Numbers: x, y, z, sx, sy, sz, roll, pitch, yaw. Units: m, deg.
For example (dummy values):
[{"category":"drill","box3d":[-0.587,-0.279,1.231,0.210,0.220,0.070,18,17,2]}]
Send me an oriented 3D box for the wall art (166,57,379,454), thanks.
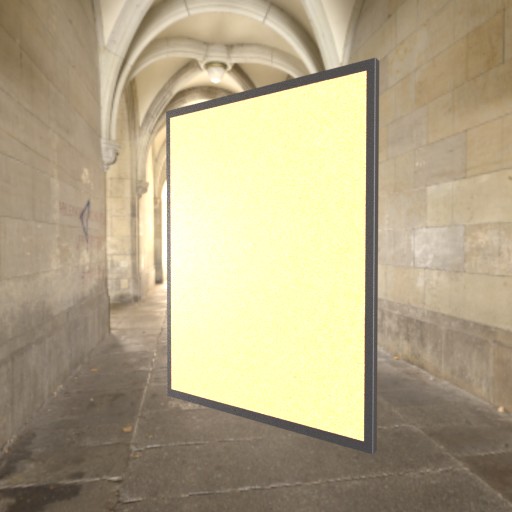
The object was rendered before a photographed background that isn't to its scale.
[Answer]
[{"category":"wall art","box3d":[0.000,0.000,1.384,0.774,1.027,0.030,1,2,36]}]
